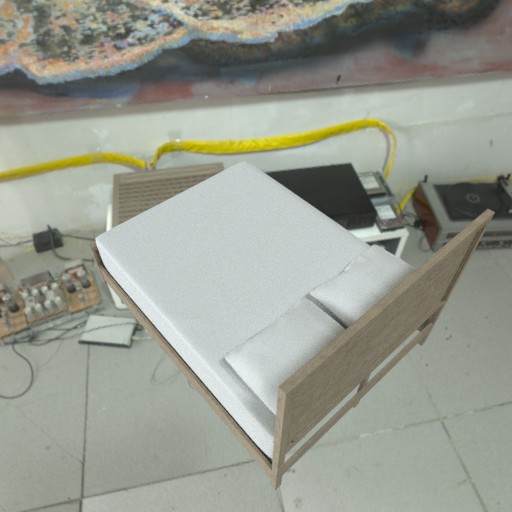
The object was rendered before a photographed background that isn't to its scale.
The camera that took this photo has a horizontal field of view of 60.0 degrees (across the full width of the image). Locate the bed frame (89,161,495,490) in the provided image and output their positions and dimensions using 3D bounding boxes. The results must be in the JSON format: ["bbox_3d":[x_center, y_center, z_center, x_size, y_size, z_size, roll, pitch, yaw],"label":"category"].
[{"bbox_3d":[0.000,0.000,3.162,1.606,1.369,2.189,-33,56,-26],"label":"bed frame"}]
